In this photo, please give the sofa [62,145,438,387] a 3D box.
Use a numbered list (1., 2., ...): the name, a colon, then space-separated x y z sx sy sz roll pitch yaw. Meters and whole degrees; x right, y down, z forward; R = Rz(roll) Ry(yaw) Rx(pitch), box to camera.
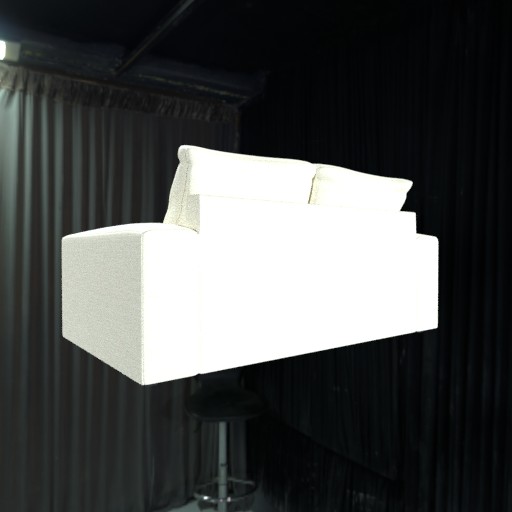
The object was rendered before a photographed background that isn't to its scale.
1. sofa: 0.000 0.000 2.393 1.754 0.875 1.091 -1 1 -37
